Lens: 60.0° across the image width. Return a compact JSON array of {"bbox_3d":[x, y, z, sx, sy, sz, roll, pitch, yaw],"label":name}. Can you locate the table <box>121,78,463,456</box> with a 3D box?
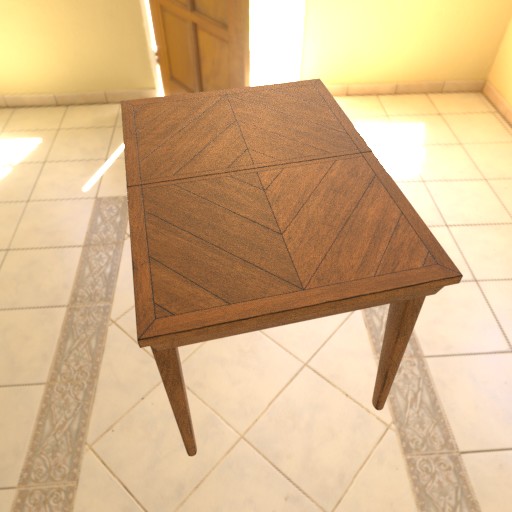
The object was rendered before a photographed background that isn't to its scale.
[{"bbox_3d":[0.000,0.000,1.601,0.757,0.760,1.027,-10,48,-9],"label":"table"}]
